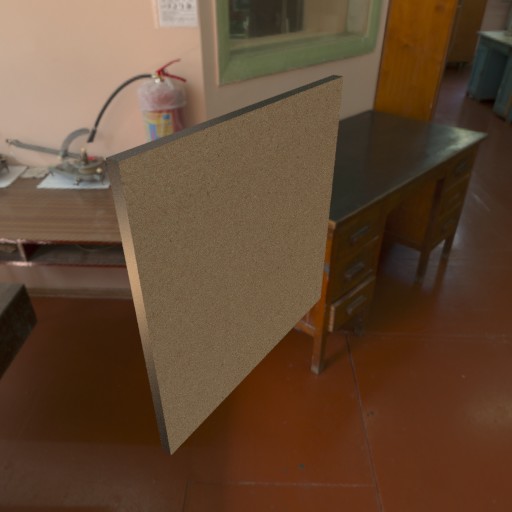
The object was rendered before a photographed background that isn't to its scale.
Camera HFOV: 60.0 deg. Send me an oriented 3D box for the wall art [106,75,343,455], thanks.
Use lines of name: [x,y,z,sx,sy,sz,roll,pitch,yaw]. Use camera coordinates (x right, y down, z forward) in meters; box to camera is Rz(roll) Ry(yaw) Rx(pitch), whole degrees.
wall art: [0.000,0.000,1.170,0.031,0.775,0.773,22,39,29]
